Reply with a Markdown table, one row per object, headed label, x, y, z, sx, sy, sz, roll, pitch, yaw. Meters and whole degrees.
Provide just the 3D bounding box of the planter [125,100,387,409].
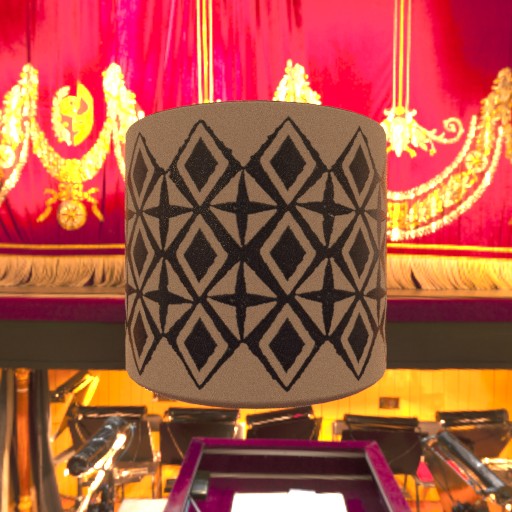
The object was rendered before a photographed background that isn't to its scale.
| label | x | y | z | sx | sy | sz | roll | pitch | yaw |
| --- | --- | --- | --- | --- | --- | --- | --- | --- | --- |
| planter | 0.000 | 0.000 | 0.280 | 0.159 | 0.144 | 0.159 | 0 | 1 | 0 |
